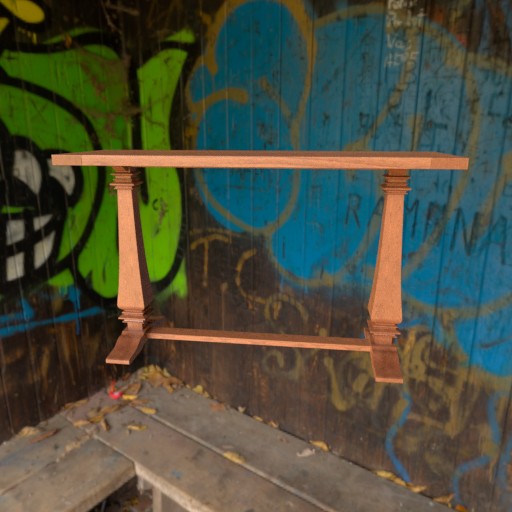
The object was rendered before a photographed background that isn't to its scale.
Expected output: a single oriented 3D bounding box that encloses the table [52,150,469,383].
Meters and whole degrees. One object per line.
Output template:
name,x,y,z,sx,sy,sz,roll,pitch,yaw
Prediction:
table,0.000,0.000,1.883,1.478,0.852,0.461,2,16,7
